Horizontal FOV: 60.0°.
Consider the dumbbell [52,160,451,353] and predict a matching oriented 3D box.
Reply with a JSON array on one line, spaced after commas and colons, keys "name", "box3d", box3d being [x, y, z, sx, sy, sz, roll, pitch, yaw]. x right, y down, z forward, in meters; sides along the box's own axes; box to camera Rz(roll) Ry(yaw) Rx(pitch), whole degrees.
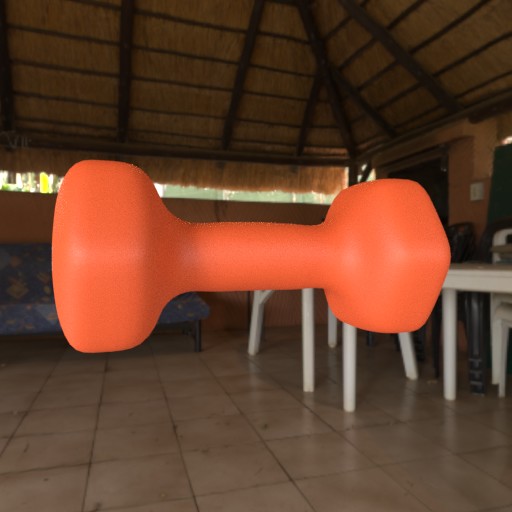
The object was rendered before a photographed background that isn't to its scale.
[{"name": "dumbbell", "box3d": [0.000, 0.000, 0.196, 0.162, 0.071, 0.079, 0, 0, -18]}]
